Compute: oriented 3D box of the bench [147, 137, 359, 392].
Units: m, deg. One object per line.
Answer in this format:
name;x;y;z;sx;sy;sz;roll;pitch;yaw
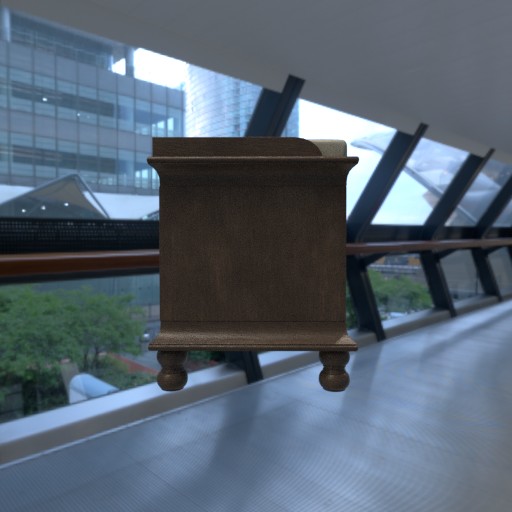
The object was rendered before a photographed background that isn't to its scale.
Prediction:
bench;0.000;0.000;1.434;0.402;0.501;1.185;0;2;1
